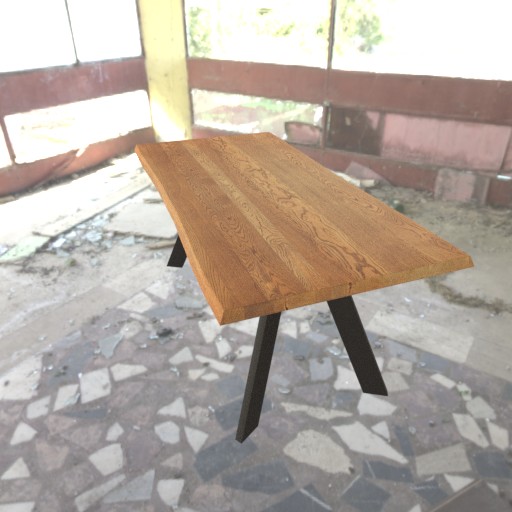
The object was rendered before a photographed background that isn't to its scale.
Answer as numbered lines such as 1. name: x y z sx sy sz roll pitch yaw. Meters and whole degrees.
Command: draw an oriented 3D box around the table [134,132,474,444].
1. table: 0.000 0.000 2.259 0.900 0.770 1.800 -11 31 -18
